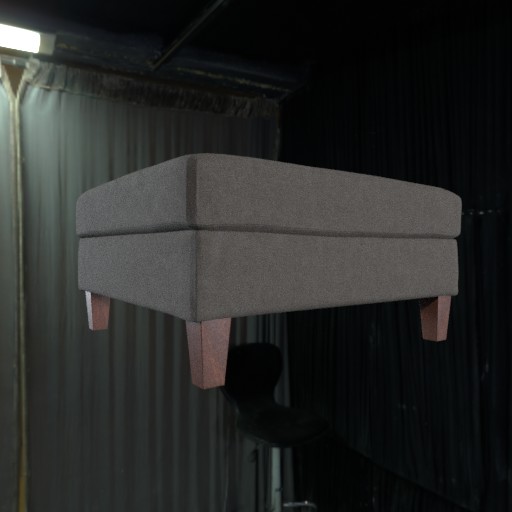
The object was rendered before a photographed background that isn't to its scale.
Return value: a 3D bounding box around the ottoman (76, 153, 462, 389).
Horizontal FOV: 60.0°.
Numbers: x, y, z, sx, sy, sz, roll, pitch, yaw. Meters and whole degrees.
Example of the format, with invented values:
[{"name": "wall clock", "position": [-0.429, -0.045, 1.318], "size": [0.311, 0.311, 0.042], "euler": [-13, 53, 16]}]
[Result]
[{"name": "ottoman", "position": [0.000, 0.000, 1.369], "size": [0.881, 0.482, 0.861], "euler": [-1, 1, -35]}]
